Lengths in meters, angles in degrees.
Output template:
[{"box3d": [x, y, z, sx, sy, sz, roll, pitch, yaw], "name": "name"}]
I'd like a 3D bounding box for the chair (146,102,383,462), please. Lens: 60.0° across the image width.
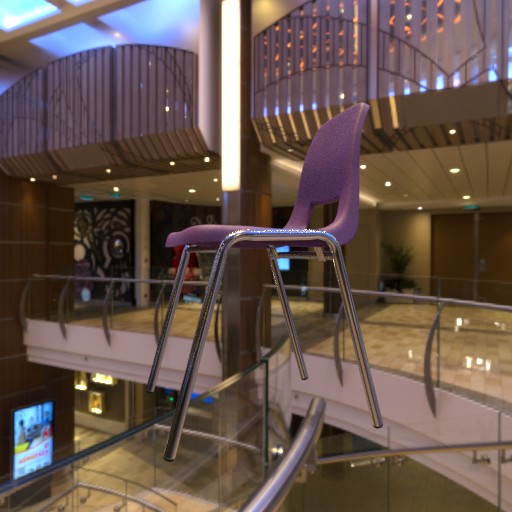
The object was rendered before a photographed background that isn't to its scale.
[{"box3d": [0.000, 0.000, 0.944, 0.432, 0.654, 0.381, 0, 0, -18], "name": "chair"}]
